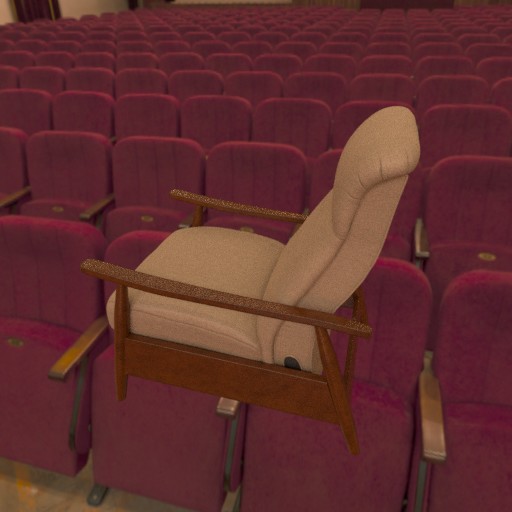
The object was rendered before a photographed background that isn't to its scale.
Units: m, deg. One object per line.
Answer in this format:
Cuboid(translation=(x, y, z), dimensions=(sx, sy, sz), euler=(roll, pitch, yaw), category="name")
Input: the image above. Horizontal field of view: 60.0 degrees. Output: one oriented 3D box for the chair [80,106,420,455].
Cuboid(translation=(0.000, 0.000, 1.722), dimensions=(1.030, 1.082, 0.762), euler=(8, 30, 13), category="chair")
